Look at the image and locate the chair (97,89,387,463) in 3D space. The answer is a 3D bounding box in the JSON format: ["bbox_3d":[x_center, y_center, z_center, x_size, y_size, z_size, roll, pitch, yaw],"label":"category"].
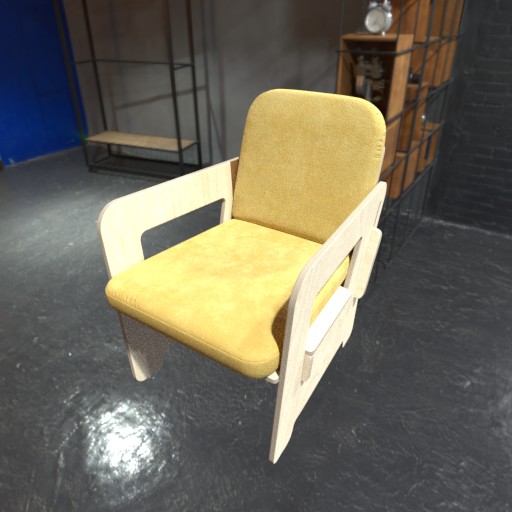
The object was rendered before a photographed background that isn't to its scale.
[{"bbox_3d":[0.000,0.000,1.263,0.590,0.800,0.710,19,35,30],"label":"chair"}]
